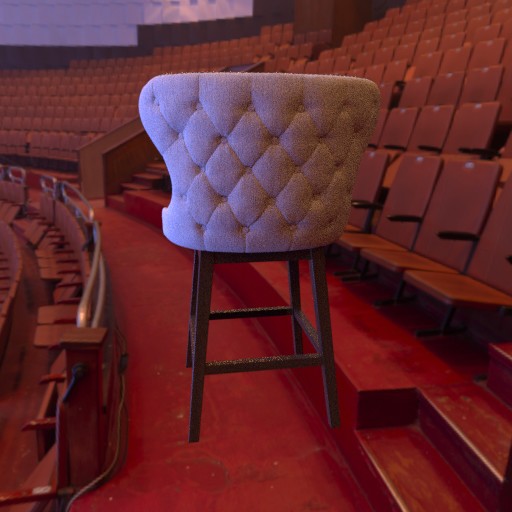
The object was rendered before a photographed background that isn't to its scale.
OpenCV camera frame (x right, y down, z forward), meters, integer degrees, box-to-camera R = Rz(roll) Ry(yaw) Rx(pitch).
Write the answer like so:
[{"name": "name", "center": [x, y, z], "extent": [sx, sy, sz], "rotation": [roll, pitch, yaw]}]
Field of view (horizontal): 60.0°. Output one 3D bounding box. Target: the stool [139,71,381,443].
[{"name": "stool", "center": [0.000, 0.000, 1.346], "extent": [0.615, 0.972, 0.597], "rotation": [-2, 15, -9]}]
